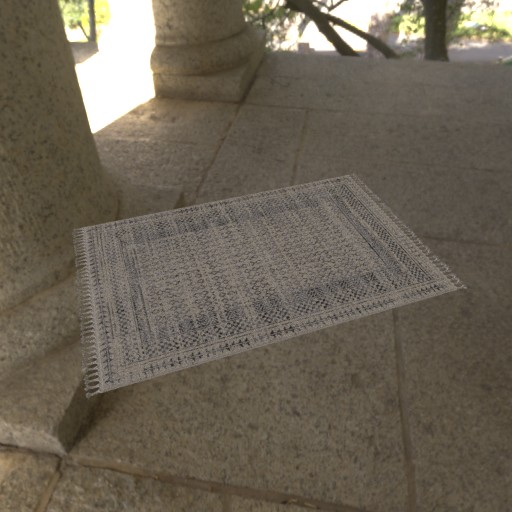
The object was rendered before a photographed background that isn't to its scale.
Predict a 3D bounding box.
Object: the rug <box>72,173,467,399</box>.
[{"bbox_3d":[0.000,0.000,3.197,2.486,0.013,1.548,-13,43,-14],"label":"rug"}]
